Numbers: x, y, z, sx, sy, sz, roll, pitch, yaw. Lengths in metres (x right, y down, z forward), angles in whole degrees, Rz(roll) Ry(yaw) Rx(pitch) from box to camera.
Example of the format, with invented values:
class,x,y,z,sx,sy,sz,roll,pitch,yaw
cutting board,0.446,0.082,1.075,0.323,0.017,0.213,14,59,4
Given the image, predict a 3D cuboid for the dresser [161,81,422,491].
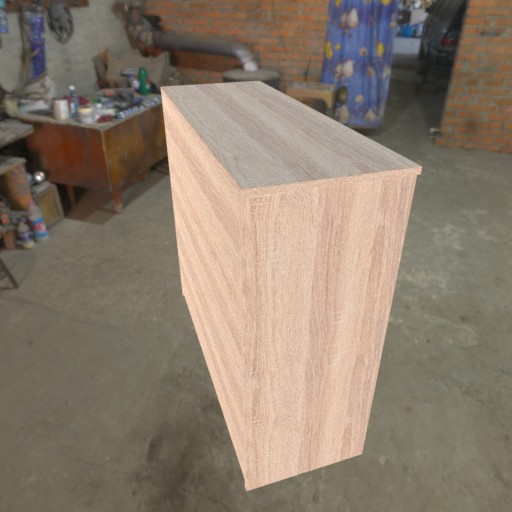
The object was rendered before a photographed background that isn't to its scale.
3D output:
class,x,y,z,sx,sy,sz,roll,pitch,yaw
dresser,0.000,0.000,1.443,0.380,0.900,0.980,-10,32,-16
